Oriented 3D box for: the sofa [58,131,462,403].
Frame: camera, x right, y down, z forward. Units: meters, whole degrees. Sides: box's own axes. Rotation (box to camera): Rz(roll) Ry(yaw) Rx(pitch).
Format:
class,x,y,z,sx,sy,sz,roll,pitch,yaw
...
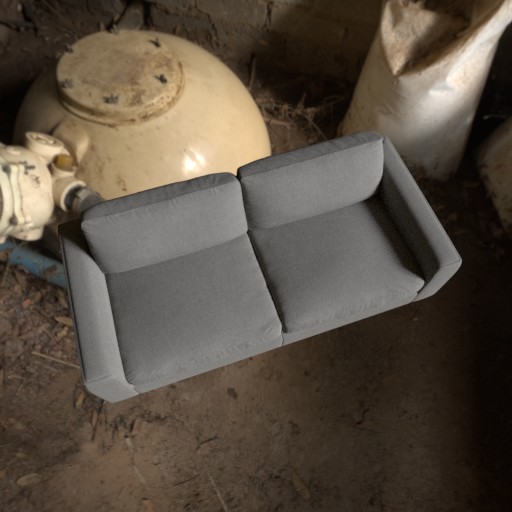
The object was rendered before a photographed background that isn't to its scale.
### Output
class,x,y,z,sx,sy,sz,roll,pitch,yaw
sofa,0.000,0.000,2.789,2.262,0.801,1.070,-17,65,-8
